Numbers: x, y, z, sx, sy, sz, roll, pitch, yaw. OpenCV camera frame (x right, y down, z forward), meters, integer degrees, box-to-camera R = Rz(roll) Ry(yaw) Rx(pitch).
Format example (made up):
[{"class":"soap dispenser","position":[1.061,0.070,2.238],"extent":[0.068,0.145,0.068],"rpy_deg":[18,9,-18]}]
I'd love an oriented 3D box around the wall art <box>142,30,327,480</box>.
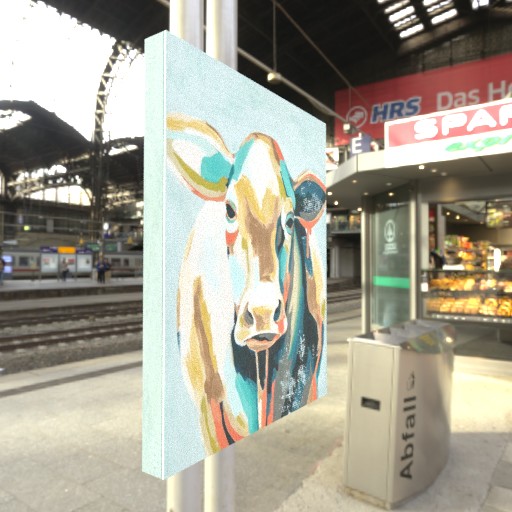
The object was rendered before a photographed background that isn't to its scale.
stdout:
[{"class":"wall art","position":[0.000,0.000,0.678],"extent":[0.037,0.509,0.409],"rpy_deg":[-1,-2,35]}]
